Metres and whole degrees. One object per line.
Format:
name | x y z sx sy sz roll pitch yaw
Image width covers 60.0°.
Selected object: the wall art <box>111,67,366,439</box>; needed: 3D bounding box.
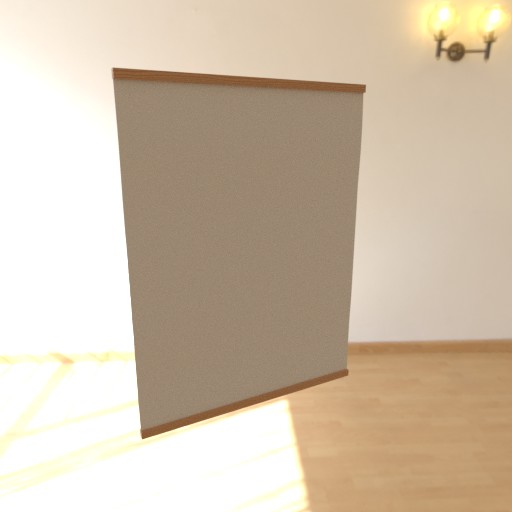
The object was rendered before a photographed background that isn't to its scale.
wall art | 0.000 0.000 0.806 0.458 0.605 0.011 -8 17 -27
